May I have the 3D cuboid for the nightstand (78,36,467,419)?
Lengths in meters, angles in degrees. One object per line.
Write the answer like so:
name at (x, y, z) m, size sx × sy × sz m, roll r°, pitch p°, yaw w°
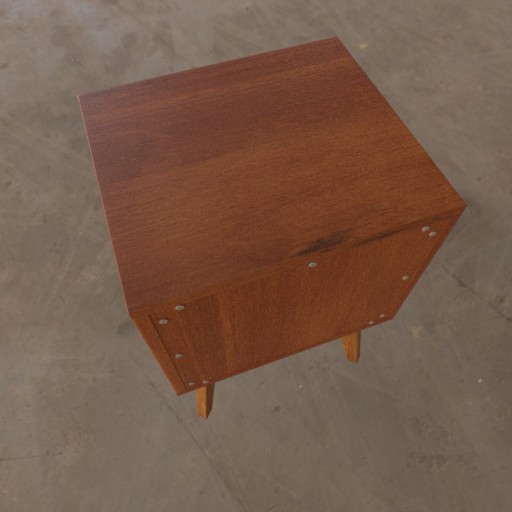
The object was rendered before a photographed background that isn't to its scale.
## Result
nightstand at (0.000, 0.000, 0.913) m, size 0.460 × 0.618 × 0.411 m, roll -17°, pitch 60°, yaw -10°
